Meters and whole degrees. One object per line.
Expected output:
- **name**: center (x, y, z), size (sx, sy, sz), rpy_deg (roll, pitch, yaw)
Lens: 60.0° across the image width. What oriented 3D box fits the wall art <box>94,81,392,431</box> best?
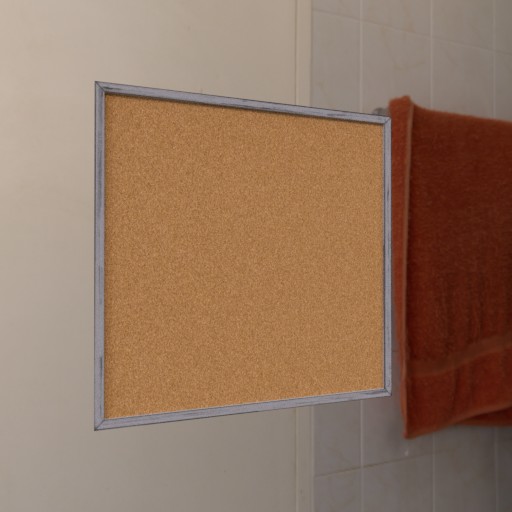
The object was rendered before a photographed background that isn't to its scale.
- **wall art**: center (0.000, 0.000, 0.739), size (0.506, 0.506, 0.038), rpy_deg (0, 0, -19)
